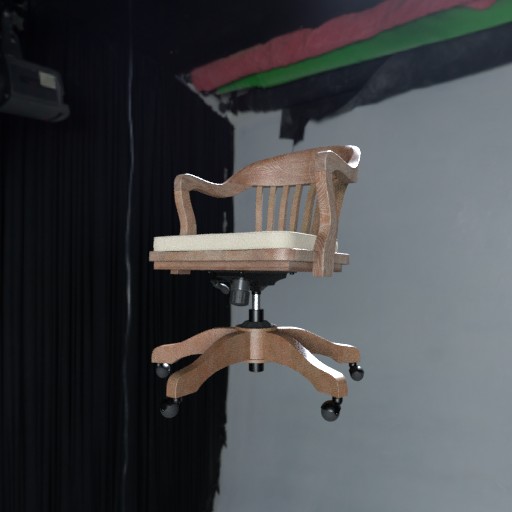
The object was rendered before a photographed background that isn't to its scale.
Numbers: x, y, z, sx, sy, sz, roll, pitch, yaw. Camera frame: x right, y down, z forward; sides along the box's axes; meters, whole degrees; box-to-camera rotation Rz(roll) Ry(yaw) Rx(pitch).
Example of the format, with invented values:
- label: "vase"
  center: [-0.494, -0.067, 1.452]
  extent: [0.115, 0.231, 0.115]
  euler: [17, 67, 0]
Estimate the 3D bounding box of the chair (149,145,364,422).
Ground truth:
- label: "chair"
  center: [0.000, 0.000, 1.486]
  extent: [0.750, 0.878, 0.788]
  euler: [-1, -1, 36]
